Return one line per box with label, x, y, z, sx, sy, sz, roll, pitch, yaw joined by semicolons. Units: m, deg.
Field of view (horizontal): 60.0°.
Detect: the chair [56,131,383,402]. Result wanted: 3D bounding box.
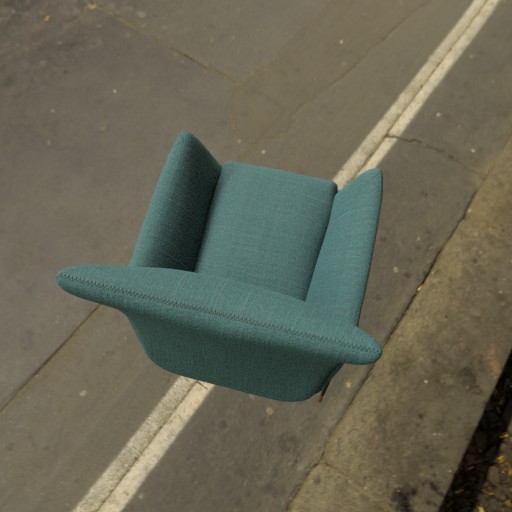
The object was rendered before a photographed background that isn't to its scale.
chair;0.000;0.000;1.400;0.678;0.859;0.769;13;64;6
